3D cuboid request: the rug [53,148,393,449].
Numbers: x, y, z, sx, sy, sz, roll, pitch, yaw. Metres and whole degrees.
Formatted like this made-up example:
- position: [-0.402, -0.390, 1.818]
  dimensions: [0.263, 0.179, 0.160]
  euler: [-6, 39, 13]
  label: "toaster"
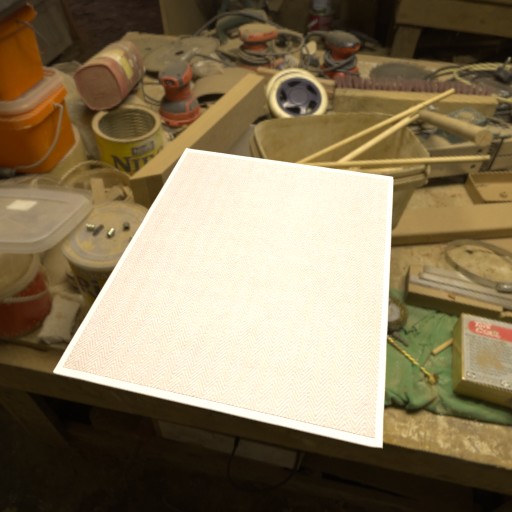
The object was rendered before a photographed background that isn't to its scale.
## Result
- position: [0.000, 0.000, 4.105]
  dimensions: [2.423, 0.019, 3.009]
  euler: [10, 48, 9]
  label: "rug"
